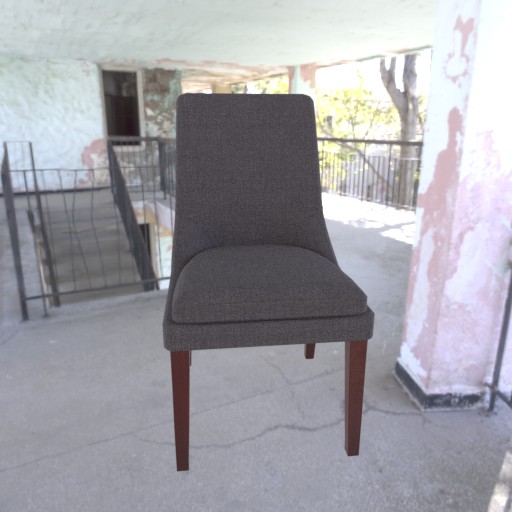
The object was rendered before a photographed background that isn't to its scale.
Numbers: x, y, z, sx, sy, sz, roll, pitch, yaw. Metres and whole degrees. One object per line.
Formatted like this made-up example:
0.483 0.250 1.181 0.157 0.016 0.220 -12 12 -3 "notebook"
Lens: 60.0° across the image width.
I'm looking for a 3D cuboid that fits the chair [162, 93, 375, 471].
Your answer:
0.000 0.000 1.325 0.508 0.952 0.655 -2 16 -7 "chair"
